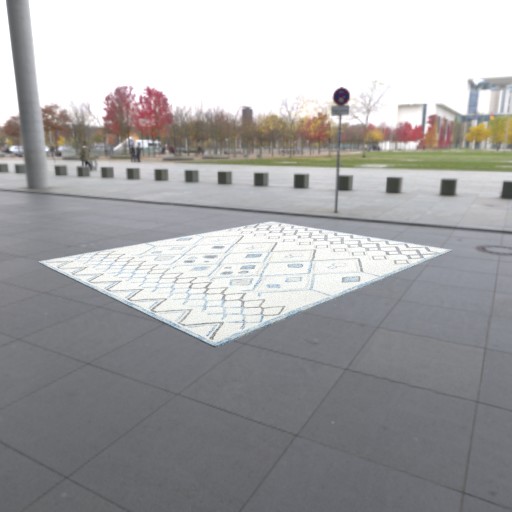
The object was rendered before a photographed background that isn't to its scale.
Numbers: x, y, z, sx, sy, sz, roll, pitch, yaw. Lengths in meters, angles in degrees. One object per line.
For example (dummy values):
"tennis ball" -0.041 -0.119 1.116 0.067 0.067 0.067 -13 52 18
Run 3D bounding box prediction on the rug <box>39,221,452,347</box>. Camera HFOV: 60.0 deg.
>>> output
"rug" 0.000 0.000 4.155 2.441 0.013 3.056 13 19 43
